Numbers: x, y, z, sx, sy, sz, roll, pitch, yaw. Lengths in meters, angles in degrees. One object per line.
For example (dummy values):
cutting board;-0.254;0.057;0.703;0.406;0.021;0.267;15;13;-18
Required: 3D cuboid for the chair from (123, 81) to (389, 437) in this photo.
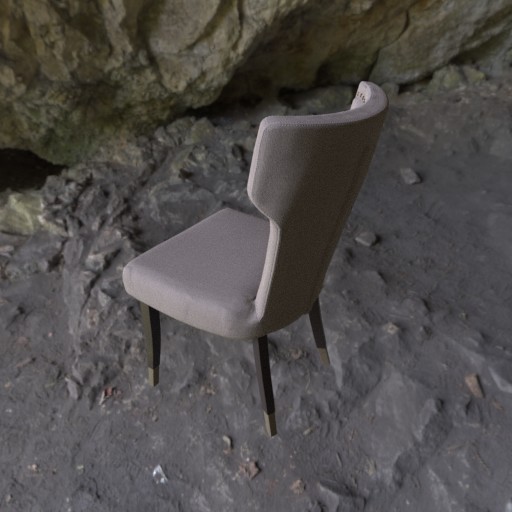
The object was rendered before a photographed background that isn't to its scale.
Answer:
chair;0.000;0.000;1.322;0.630;0.955;0.526;20;36;29
